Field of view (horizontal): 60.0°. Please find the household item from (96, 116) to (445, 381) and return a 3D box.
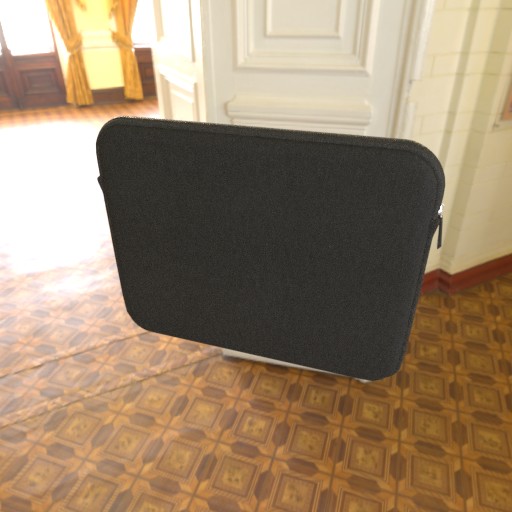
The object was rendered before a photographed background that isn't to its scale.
[{"bbox_3d":[0.000,0.000,0.529,0.396,0.305,0.030,9,32,15],"label":"household item"}]
